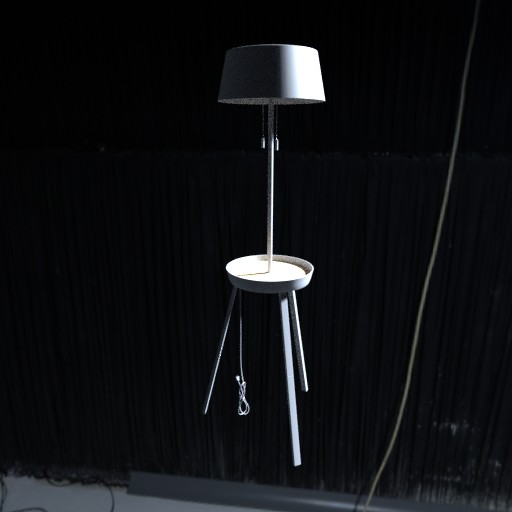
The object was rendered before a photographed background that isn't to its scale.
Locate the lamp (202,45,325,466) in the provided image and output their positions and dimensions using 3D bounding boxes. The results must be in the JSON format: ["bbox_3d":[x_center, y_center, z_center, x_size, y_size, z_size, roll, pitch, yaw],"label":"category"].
[{"bbox_3d":[0.000,0.000,1.675,0.468,1.429,0.508,3,16,9],"label":"lamp"}]
